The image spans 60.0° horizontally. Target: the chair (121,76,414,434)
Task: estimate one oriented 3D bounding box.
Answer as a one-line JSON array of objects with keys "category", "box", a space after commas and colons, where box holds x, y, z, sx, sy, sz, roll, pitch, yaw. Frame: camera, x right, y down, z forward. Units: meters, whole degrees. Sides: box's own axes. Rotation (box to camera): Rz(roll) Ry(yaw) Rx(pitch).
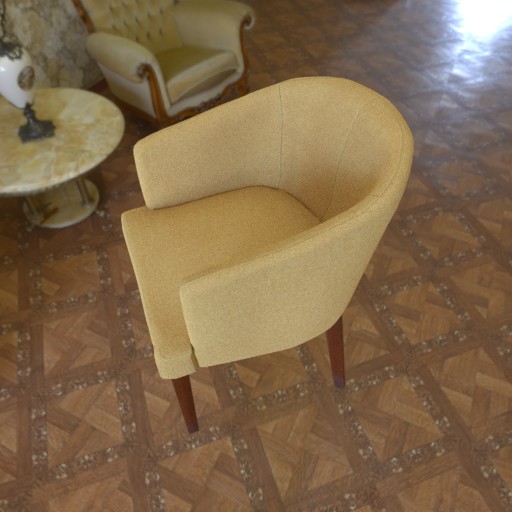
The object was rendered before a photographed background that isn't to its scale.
[{"category": "chair", "box": [0.000, 0.000, 1.221, 0.655, 0.811, 0.583, -15, 49, -14]}]
